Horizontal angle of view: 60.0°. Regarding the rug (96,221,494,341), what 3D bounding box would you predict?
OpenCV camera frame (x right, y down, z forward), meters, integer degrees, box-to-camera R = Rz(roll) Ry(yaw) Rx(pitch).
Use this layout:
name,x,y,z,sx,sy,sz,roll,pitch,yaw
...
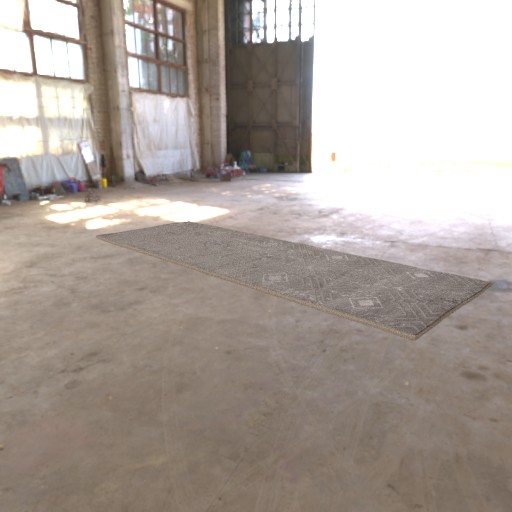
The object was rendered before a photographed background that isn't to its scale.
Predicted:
name,x,y,z,sx,sy,sz,roll,pitch,yaw
rug,0.000,0.000,2.638,2.381,0.035,0.832,14,20,42
